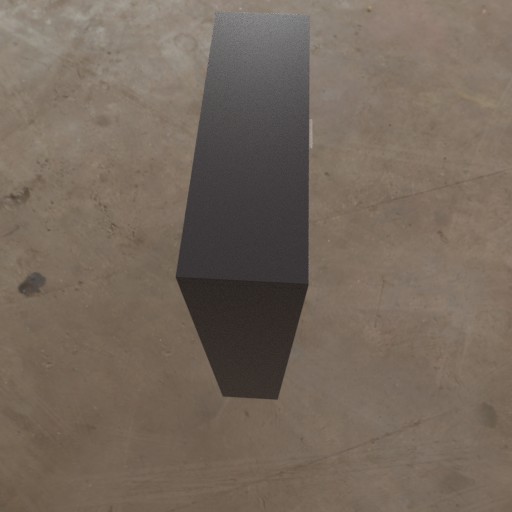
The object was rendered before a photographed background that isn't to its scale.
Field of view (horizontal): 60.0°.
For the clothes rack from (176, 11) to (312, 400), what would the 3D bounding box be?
[{"bbox_3d":[0.000,0.000,1.538,0.250,1.280,0.750,3,63,1],"label":"clothes rack"}]
